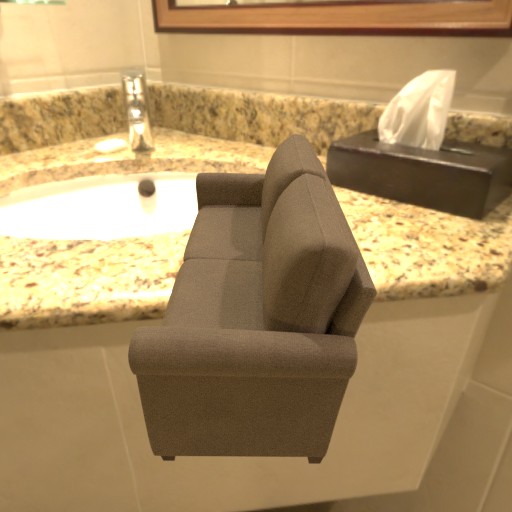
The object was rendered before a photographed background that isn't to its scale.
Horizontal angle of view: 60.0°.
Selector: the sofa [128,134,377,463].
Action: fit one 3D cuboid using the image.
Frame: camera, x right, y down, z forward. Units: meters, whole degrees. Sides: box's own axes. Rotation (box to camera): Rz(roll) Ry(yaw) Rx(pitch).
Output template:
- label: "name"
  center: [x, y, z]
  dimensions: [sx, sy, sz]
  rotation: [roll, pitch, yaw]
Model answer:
- label: "sofa"
  center: [0.000, 0.000, 2.366]
  dimensions: [0.842, 0.942, 1.935]
  rotation: [0, 28, 0]
